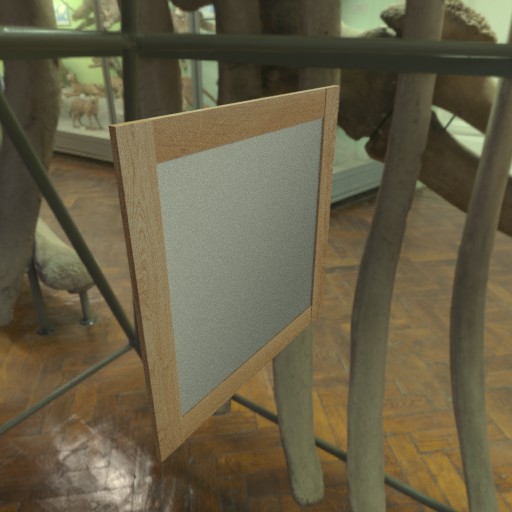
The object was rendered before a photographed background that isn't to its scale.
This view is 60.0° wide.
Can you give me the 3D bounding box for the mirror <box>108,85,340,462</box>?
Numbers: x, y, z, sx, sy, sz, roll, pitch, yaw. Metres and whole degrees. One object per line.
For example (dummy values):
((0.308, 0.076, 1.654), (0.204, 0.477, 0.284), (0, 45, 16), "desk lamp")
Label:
((0.000, 0.000, 1.195), (0.020, 0.800, 0.800), (18, 32, 32), "mirror")
